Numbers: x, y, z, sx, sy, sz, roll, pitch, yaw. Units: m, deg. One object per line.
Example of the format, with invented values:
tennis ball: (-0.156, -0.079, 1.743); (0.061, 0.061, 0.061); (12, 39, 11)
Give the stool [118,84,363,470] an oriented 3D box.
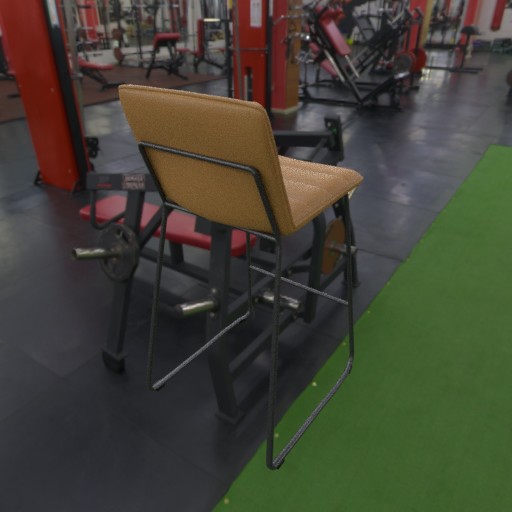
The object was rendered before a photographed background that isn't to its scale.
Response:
stool: (0.000, 0.000, 1.239); (0.489, 0.936, 0.524); (20, 35, 31)
